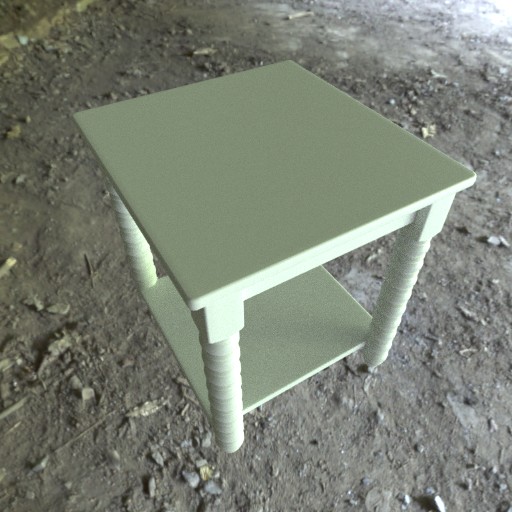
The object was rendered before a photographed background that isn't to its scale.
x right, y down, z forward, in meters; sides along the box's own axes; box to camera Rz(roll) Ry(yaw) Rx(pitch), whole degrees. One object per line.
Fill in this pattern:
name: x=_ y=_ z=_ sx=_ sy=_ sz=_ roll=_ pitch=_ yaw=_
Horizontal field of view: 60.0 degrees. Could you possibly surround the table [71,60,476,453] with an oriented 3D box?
table: x=0.000 y=0.000 z=0.964 sx=0.500 sy=0.563 sz=0.533 roll=-23 pitch=50 yaw=-21
